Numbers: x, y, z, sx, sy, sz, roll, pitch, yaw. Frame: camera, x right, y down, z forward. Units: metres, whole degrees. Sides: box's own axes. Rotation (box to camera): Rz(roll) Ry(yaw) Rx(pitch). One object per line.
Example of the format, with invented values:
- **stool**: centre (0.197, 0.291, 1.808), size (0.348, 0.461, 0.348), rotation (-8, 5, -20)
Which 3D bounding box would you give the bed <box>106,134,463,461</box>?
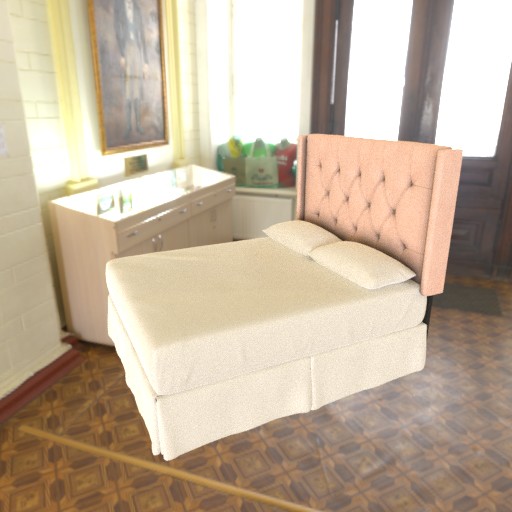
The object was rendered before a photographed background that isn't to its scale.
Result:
- **bed**: centre (0.000, 0.000, 3.331), size (2.066, 1.665, 1.719), rotation (-9, 21, -25)
